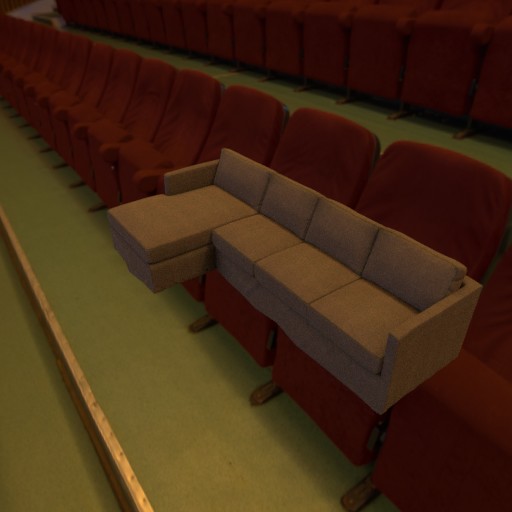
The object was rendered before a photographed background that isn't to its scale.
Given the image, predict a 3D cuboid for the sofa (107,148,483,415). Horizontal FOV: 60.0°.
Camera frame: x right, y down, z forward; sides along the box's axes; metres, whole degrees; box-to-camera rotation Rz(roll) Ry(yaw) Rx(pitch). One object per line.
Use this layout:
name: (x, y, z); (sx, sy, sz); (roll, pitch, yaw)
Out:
sofa: (0.000, 0.000, 3.934); (1.650, 0.922, 3.205); (-22, 39, -30)
